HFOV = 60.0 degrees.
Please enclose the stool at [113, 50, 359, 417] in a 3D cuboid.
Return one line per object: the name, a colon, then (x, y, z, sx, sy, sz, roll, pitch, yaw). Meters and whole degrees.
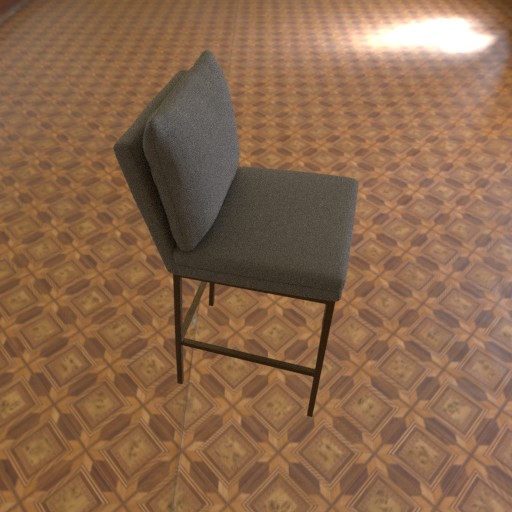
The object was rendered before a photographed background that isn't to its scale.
stool: (0.000, 0.000, 1.437, 0.569, 1.132, 0.463, 10, 46, 10)
